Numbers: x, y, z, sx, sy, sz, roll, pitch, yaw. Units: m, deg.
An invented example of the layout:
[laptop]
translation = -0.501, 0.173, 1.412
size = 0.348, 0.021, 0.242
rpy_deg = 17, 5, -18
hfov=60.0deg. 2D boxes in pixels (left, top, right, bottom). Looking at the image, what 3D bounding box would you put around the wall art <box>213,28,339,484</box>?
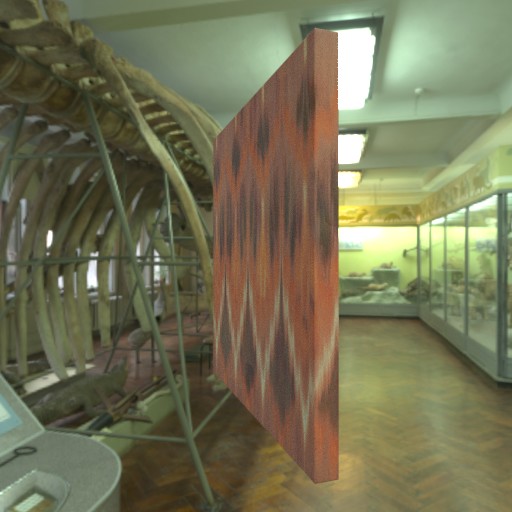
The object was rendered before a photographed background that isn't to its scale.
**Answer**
[wall art]
translation = 0.000, 0.000, 0.882
size = 0.037, 0.609, 0.603
rpy_deg = 0, 0, -18
